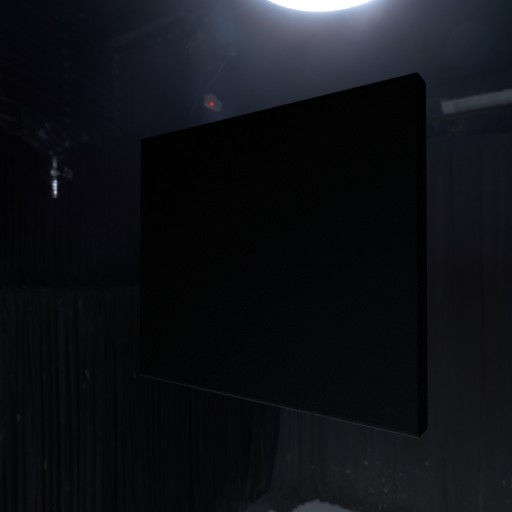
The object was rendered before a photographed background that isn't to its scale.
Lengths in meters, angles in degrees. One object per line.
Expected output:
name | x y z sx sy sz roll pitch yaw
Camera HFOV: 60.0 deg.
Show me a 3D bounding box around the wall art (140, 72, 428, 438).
wall art | 0.000 0.000 0.521 0.380 0.330 0.028 -1 -1 36
